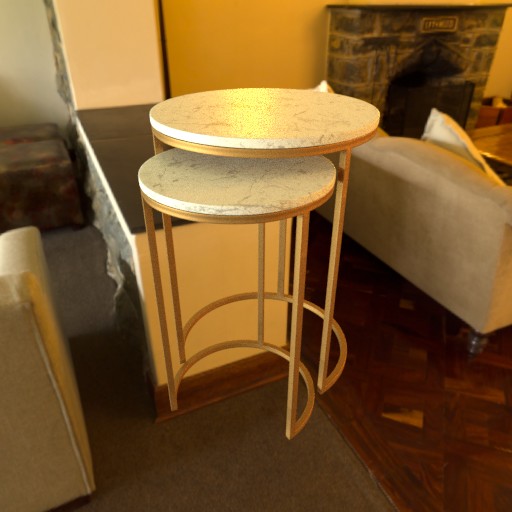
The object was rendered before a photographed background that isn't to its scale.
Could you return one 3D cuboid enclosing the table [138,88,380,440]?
[{"bbox_3d":[0.000,0.000,0.884,0.400,0.550,0.507,8,31,14],"label":"table"}]
